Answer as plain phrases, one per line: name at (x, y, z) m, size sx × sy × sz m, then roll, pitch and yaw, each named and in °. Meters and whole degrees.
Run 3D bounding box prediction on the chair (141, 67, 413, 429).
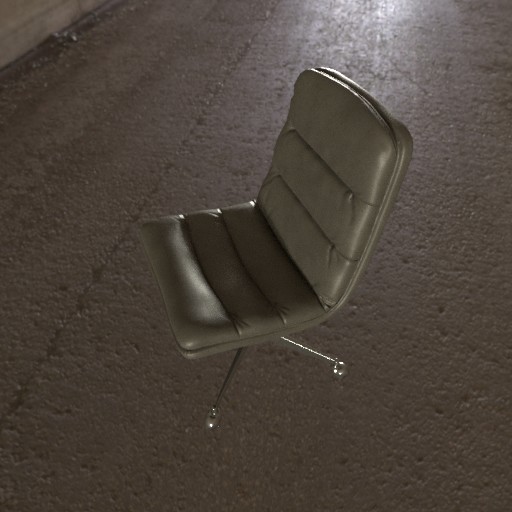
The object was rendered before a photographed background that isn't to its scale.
chair at (0.000, 0.000, 1.056) m, size 0.485 × 0.738 × 0.422 m, roll -17°, pitch 48°, yaw -16°
